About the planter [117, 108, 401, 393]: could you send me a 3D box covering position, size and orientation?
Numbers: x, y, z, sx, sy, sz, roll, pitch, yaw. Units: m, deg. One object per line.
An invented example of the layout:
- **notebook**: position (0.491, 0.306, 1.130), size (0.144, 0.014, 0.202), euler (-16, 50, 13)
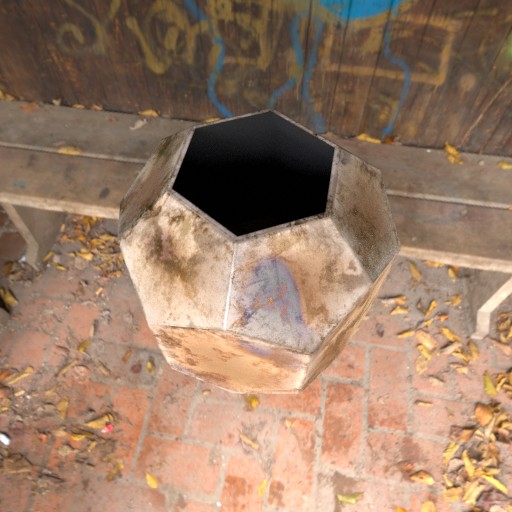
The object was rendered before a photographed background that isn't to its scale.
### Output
- **planter**: position (0.000, 0.000, 0.420), size (0.221, 0.238, 0.243), euler (-16, 59, -10)
